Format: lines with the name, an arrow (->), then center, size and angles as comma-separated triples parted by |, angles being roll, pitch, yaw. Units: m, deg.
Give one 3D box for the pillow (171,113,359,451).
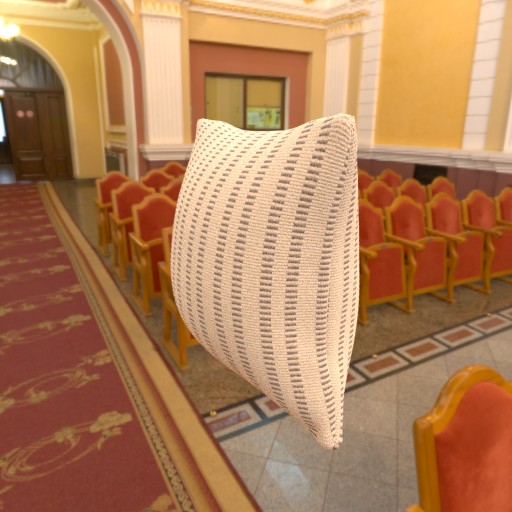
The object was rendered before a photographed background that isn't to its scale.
pillow -> 0.000, 0.000, 0.697 | 0.247, 0.419, 0.438 | -9, 19, -27
